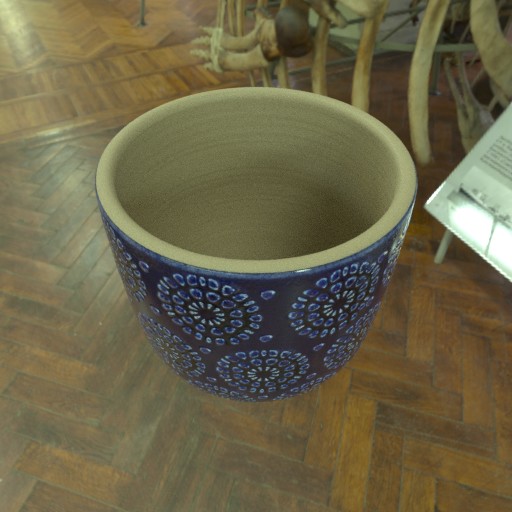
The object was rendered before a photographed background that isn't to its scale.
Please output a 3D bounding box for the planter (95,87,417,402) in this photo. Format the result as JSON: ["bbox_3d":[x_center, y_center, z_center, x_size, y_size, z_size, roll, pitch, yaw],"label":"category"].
[{"bbox_3d":[0.000,0.000,0.283,0.165,0.149,0.165,0,46,0],"label":"planter"}]
